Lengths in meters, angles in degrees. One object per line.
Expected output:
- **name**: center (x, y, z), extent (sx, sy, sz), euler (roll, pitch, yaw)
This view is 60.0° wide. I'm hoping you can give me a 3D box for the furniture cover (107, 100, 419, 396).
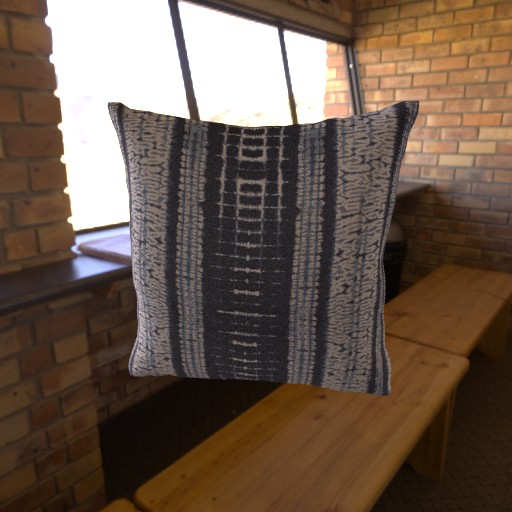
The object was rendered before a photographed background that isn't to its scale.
- **furniture cover**: center (0.000, 0.000, 0.656), extent (0.425, 0.435, 0.133), euler (2, 16, 7)
